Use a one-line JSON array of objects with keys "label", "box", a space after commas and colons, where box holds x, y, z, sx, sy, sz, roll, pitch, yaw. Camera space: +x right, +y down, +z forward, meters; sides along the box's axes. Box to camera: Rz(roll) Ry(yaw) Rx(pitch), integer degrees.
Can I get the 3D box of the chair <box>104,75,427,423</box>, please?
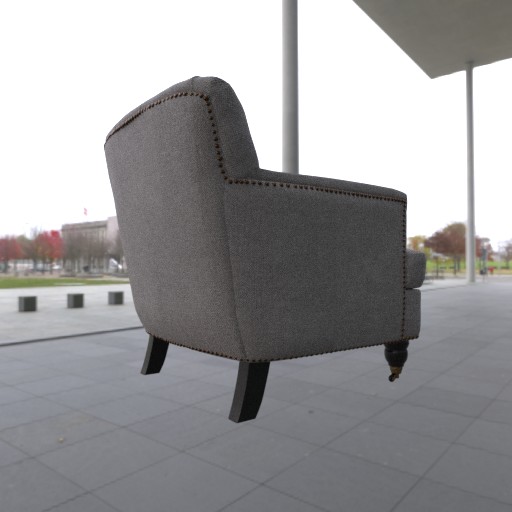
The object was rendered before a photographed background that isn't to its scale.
[{"label": "chair", "box": [0.000, 0.000, 1.488, 0.902, 0.823, 0.737, 1, -2, -36]}]
